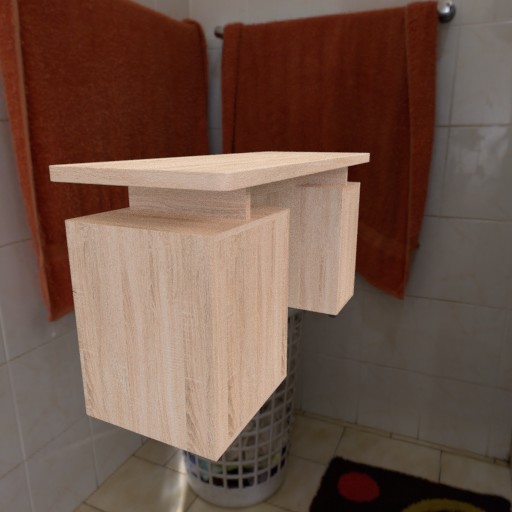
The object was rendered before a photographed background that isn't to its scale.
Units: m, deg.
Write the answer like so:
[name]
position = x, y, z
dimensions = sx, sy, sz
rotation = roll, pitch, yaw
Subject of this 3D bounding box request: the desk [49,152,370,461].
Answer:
[desk]
position = 0.000, 0.000, 1.751
dimensions = 0.550, 0.760, 1.400
rotation = 7, 17, 25
